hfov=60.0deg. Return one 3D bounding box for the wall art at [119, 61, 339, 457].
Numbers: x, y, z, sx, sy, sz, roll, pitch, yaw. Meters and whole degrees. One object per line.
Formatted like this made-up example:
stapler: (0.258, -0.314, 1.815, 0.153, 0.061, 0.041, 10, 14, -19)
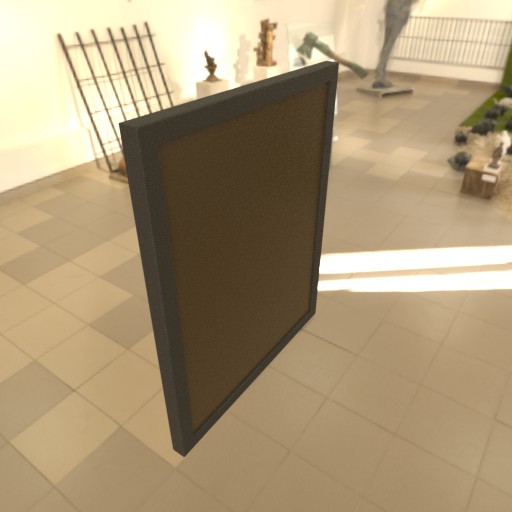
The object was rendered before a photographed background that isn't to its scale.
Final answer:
wall art: (0.000, 0.000, 0.758, 0.028, 0.558, 0.457, 21, 38, 29)
